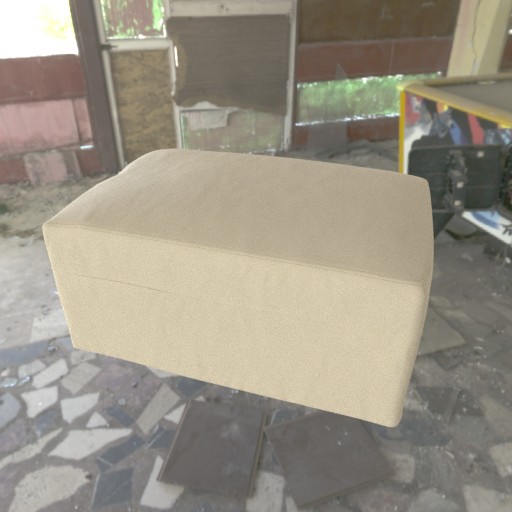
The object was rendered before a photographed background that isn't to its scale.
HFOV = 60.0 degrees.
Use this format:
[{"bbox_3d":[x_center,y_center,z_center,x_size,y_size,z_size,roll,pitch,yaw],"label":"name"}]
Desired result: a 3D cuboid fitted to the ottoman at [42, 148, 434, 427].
[{"bbox_3d":[0.000,0.000,1.211,0.872,0.444,0.590,10,33,15],"label":"ottoman"}]
